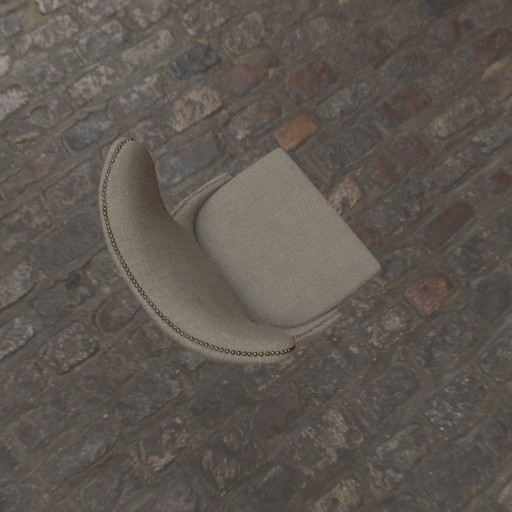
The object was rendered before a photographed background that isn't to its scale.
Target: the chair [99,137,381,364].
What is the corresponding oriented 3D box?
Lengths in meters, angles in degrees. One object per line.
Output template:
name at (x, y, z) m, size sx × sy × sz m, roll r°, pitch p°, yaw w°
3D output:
chair at (0.000, 0.000, 1.389) m, size 0.635 × 0.967 × 0.628 m, roll -36°, pitch 79°, yaw -9°
